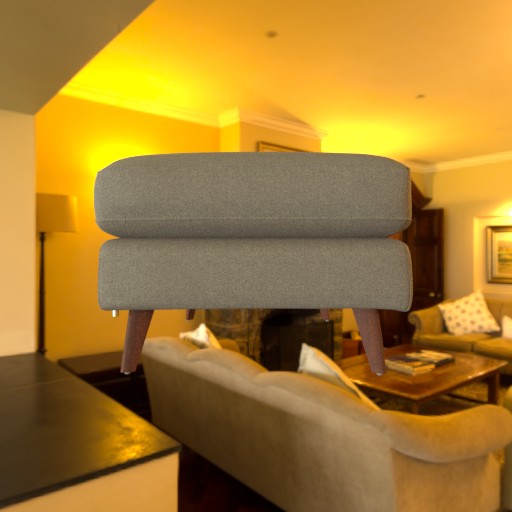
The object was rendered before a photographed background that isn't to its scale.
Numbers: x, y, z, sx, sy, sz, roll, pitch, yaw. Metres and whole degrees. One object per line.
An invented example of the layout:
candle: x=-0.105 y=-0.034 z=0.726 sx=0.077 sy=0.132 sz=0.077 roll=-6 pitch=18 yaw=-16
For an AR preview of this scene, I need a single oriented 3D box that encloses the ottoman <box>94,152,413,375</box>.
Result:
ottoman: x=0.000 y=0.000 z=1.187 sx=0.608 sy=0.449 sz=0.811 roll=0 pitch=0 yaw=1
